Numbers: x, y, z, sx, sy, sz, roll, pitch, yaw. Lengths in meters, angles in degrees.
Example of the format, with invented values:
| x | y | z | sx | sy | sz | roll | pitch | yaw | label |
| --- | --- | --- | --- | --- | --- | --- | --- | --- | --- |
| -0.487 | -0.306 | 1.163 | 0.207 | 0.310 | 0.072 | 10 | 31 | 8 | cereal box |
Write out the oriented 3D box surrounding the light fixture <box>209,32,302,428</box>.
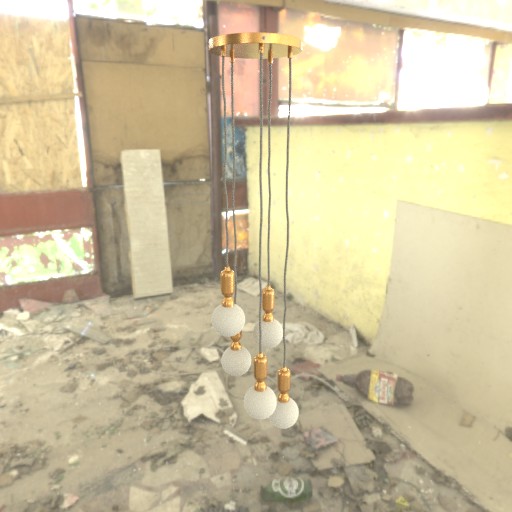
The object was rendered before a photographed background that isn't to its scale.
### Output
| x | y | z | sx | sy | sz | roll | pitch | yaw | label |
| --- | --- | --- | --- | --- | --- | --- | --- | --- | --- |
| 0.000 | 0.000 | 0.516 | 0.108 | 0.457 | 0.105 | -2 | 16 | -9 | light fixture |
